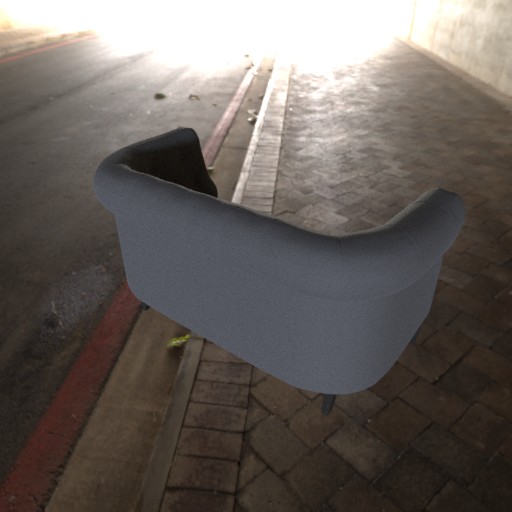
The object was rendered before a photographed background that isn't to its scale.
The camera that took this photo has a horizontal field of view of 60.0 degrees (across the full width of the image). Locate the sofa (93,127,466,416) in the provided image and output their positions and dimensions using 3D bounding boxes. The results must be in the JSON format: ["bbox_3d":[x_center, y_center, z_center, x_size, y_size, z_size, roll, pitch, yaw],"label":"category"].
[{"bbox_3d":[0.000,0.000,2.030,1.558,0.827,0.835,22,38,31],"label":"sofa"}]
